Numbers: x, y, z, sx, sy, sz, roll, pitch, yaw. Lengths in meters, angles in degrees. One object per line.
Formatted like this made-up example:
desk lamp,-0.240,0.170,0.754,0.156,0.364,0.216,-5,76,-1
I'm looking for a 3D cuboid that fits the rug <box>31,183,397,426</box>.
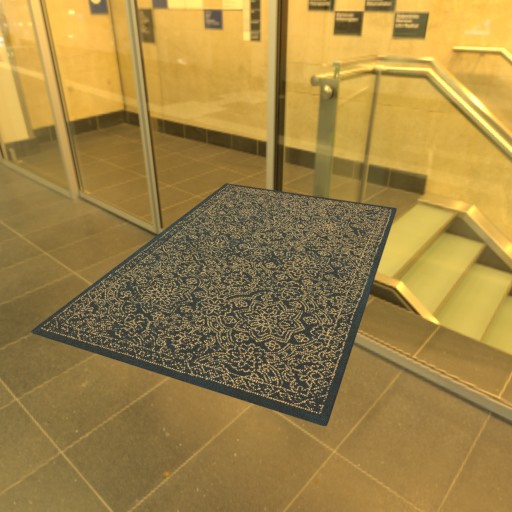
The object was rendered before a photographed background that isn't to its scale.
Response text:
rug,0.000,0.000,2.317,1.219,0.010,1.829,11,32,19
